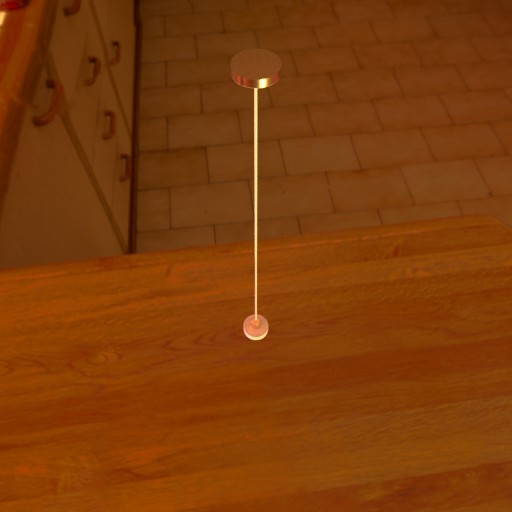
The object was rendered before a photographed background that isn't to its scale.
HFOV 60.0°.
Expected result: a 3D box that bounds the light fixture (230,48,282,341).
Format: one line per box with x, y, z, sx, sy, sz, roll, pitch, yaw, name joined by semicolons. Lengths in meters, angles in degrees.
0.000;0.000;1.740;0.129;1.669;0.129;-33;63;-19;light fixture
